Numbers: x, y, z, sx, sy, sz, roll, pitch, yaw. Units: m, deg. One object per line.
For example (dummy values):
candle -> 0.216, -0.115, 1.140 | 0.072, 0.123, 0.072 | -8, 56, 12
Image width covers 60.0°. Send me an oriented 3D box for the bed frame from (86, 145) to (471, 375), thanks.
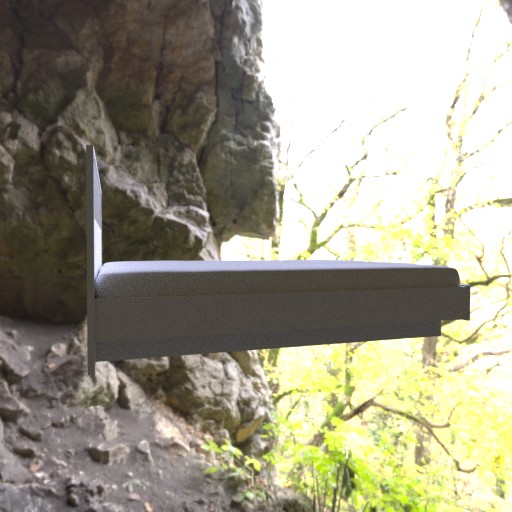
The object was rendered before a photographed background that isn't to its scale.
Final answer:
bed frame -> 0.000, 0.000, 3.058 | 2.100, 1.001, 1.711 | 0, 1, -18
